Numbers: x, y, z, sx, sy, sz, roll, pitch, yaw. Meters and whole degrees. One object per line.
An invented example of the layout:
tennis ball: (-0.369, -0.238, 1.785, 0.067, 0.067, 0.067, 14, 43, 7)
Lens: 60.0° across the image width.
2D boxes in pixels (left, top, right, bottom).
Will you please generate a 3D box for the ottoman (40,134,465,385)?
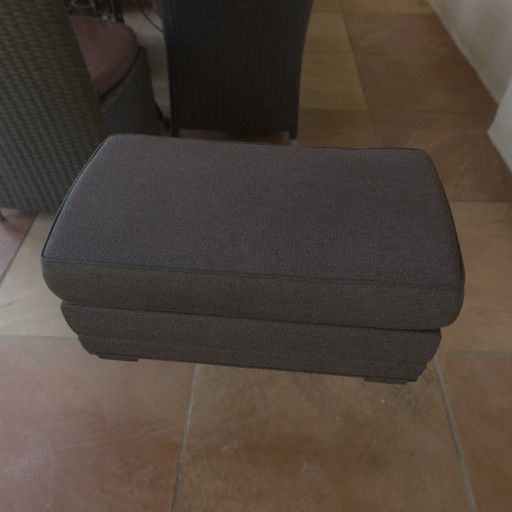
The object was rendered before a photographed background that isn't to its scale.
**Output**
ottoman: (0.000, 0.000, 1.136, 0.864, 0.448, 0.490, 4, 47, 4)
